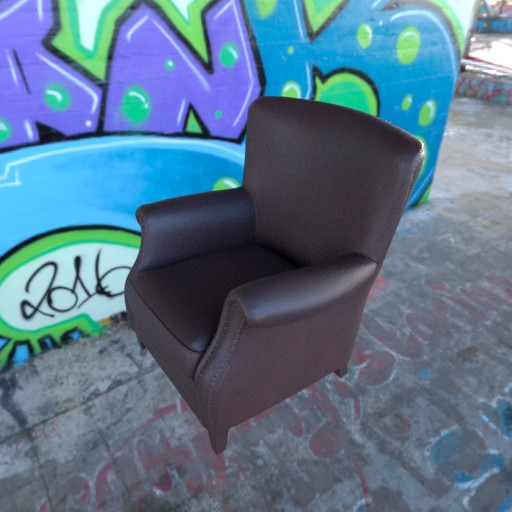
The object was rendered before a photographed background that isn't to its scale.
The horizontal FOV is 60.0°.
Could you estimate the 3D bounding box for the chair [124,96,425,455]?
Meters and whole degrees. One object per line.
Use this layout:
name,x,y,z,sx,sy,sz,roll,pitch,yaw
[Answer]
chair,0.000,0.000,1.365,0.746,0.800,0.700,-21,38,-30
